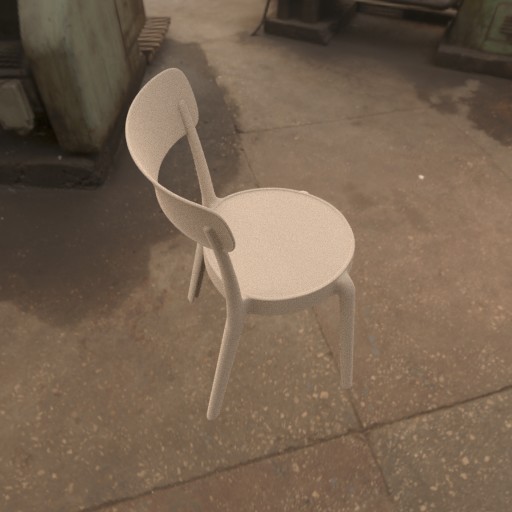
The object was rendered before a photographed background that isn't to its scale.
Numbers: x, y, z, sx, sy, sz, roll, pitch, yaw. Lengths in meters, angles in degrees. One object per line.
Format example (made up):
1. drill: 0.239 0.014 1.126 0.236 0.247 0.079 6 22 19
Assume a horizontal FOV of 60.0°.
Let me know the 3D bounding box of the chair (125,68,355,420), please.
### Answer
1. chair: 0.000 0.000 1.135 0.491 0.790 0.506 -10 48 -9
